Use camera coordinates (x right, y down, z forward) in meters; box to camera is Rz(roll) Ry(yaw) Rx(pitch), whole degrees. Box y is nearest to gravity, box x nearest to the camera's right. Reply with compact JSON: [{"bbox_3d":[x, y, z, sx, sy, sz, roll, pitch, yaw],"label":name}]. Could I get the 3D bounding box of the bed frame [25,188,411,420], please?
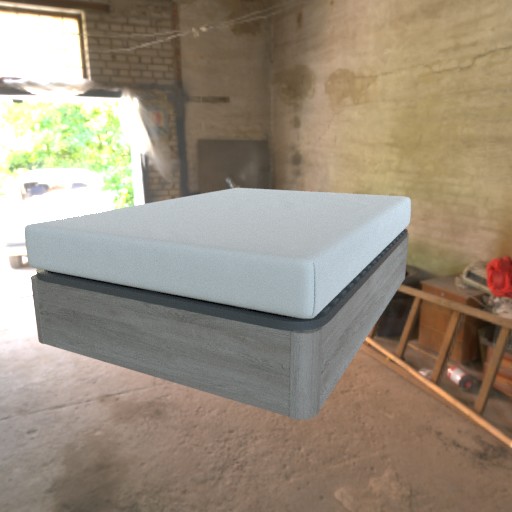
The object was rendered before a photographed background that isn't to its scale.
[{"bbox_3d":[0.000,0.000,2.532,1.400,0.561,1.900,7,16,26],"label":"bed frame"}]
